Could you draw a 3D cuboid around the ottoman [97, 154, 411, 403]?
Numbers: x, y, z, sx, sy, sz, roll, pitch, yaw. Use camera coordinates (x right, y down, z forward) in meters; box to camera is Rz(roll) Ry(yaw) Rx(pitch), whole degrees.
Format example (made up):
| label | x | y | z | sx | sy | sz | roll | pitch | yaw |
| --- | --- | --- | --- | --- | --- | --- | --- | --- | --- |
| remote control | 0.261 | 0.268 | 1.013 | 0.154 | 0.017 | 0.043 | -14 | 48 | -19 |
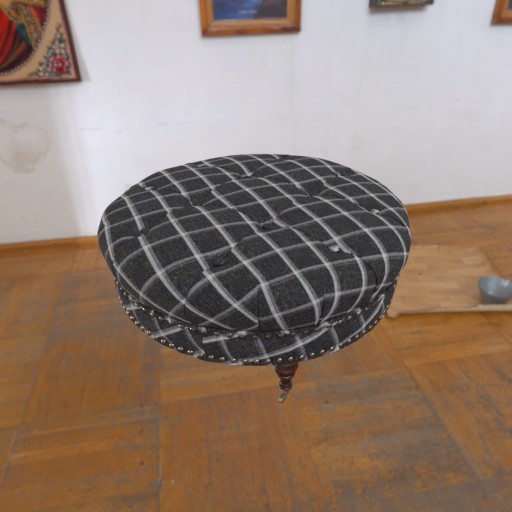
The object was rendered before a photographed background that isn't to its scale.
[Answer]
| label | x | y | z | sx | sy | sz | roll | pitch | yaw |
| --- | --- | --- | --- | --- | --- | --- | --- | --- | --- |
| ottoman | 0.000 | 0.000 | 1.386 | 0.901 | 0.439 | 0.901 | 0 | 32 | 0 |
